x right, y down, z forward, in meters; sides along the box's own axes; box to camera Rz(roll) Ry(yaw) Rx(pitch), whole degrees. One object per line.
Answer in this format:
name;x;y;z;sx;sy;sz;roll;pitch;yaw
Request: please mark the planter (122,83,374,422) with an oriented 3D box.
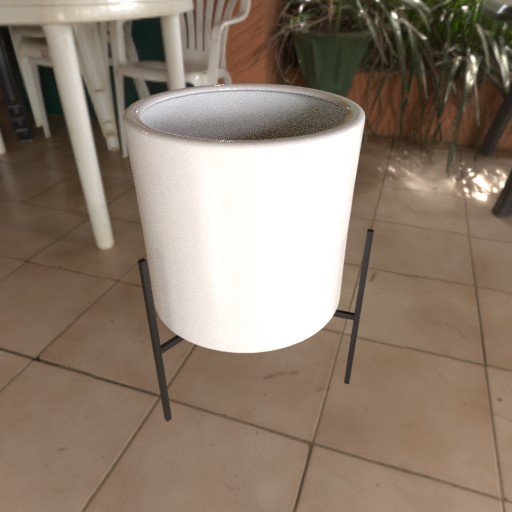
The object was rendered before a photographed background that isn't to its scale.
planter;0.000;0.000;0.734;0.361;0.480;0.360;10;34;15
